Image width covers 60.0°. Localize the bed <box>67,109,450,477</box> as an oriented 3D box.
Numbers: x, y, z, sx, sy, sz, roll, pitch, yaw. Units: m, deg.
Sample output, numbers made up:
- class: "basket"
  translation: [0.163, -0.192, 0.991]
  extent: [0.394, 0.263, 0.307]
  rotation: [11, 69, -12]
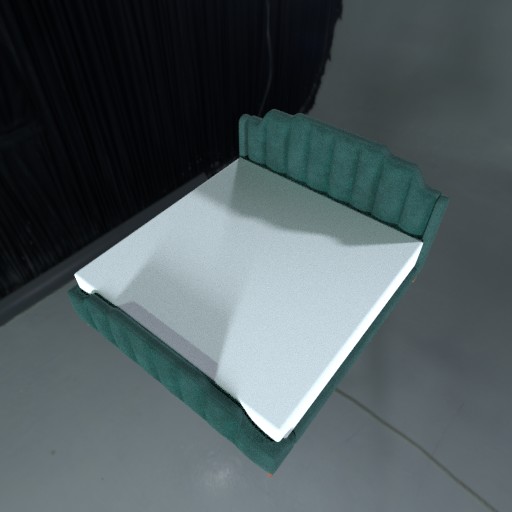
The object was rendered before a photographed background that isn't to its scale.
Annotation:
- class: "bed"
  translation: [0.000, 0.000, 3.581]
  extent: [2.074, 1.245, 2.340]
  rotation: [30, 53, 25]
